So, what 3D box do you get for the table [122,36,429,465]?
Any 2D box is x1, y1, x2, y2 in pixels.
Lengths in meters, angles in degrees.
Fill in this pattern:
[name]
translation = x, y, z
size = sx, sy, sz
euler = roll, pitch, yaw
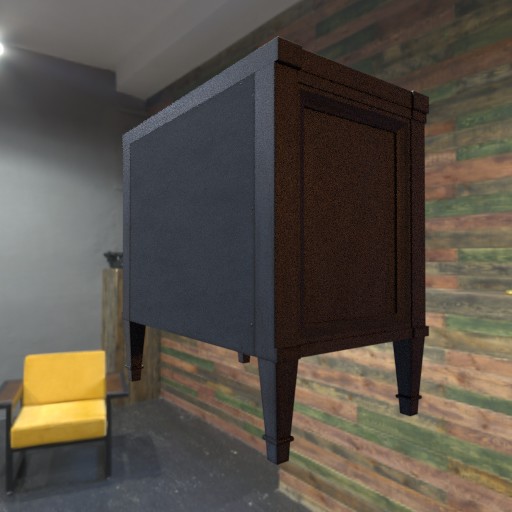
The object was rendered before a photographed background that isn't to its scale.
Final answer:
[table]
translation = 0.000, 0.000, 1.058
size = 0.413, 0.660, 0.660
euler = 1, -1, -37
